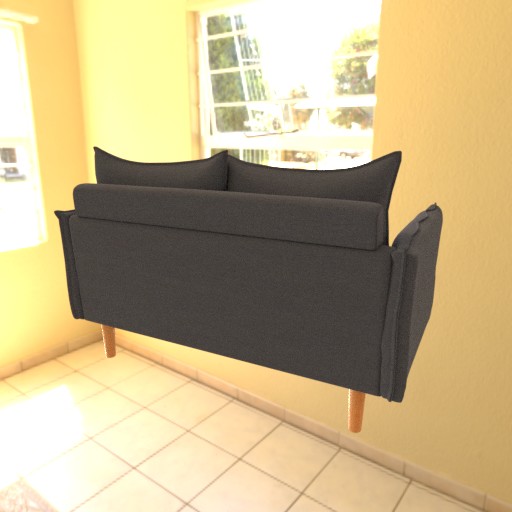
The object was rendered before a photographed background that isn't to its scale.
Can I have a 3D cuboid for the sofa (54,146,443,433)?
[{"bbox_3d":[0.000,0.000,1.752,1.300,0.840,0.820,8,17,27],"label":"sofa"}]
